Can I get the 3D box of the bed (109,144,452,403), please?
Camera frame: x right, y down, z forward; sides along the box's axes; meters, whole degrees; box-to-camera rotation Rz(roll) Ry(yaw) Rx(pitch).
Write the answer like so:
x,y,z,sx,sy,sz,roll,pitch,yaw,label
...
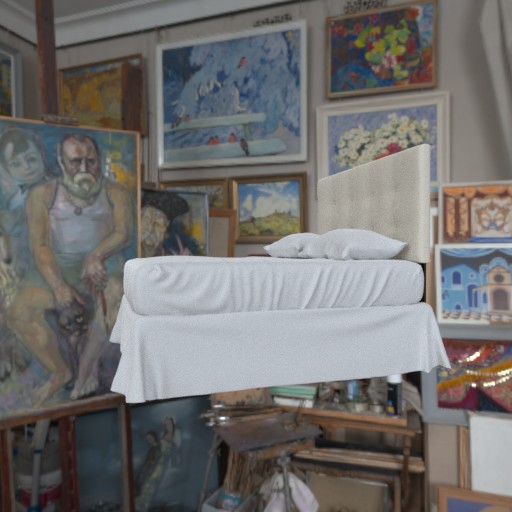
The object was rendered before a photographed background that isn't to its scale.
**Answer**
x,y,z,sx,sy,sz,roll,pitch,yaw,label
0.000,0.000,3.540,2.222,1.577,1.936,0,0,-18,bed
